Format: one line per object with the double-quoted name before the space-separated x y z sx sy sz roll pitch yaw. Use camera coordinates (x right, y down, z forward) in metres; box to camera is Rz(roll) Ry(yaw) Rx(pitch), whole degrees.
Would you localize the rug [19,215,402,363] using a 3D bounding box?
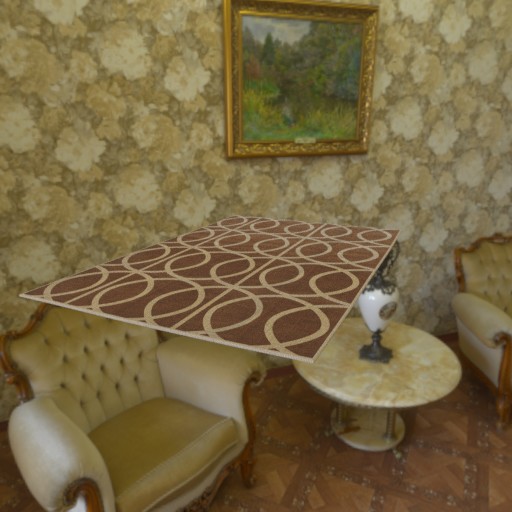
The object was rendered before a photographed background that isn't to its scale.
"rug" 0.000 0.000 2.862 1.528 0.014 2.294 7 18 24
